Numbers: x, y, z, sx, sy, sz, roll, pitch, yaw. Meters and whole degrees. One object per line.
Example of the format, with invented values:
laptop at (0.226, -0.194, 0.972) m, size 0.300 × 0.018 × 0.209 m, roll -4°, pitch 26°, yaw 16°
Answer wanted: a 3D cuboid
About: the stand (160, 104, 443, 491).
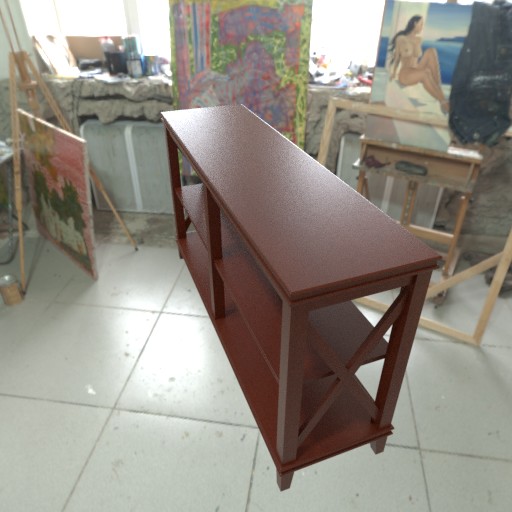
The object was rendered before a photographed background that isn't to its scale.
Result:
stand at (0.000, 0.000, 1.690) m, size 0.381 × 0.762 × 1.372 m, roll -12°, pitch 36°, yaw -17°
